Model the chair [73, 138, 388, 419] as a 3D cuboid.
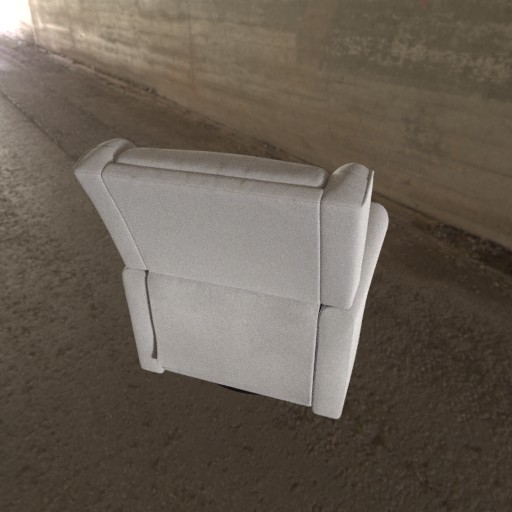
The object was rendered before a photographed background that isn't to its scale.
[{"bbox_3d":[0.000,0.000,1.666,0.906,0.967,0.854,10,32,15],"label":"chair"}]
